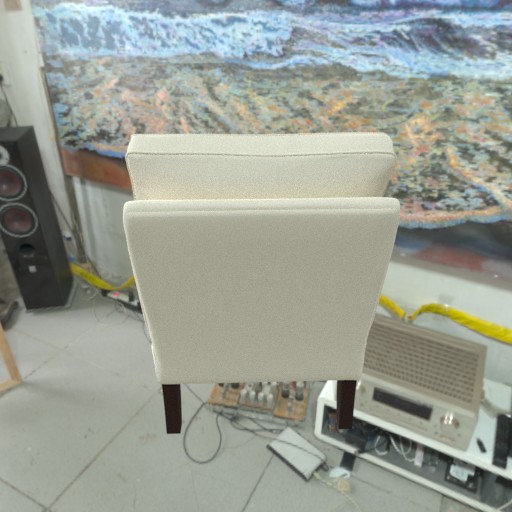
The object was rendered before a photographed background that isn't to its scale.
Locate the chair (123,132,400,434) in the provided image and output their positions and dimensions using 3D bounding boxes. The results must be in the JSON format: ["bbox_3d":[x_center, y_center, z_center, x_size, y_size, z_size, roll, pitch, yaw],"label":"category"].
[{"bbox_3d":[0.000,0.000,1.421,0.630,0.887,0.781,-1,30,-2],"label":"chair"}]
